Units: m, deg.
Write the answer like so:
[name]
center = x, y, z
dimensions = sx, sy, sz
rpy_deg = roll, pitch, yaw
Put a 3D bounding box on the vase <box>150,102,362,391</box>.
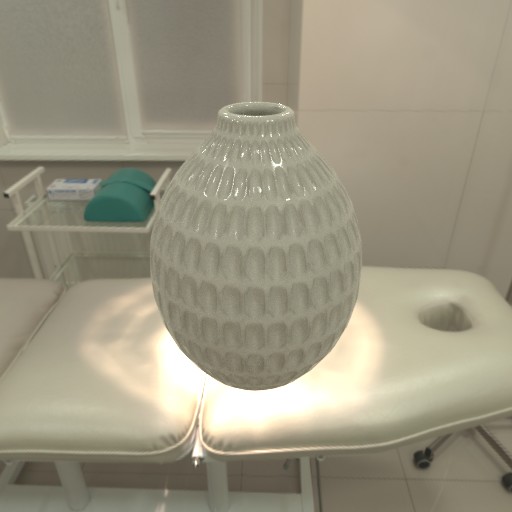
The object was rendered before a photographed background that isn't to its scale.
[vase]
center = 0.000, 0.000, 0.345
dimensions = 0.162, 0.223, 0.162
rpy_deg = 0, 30, 0
